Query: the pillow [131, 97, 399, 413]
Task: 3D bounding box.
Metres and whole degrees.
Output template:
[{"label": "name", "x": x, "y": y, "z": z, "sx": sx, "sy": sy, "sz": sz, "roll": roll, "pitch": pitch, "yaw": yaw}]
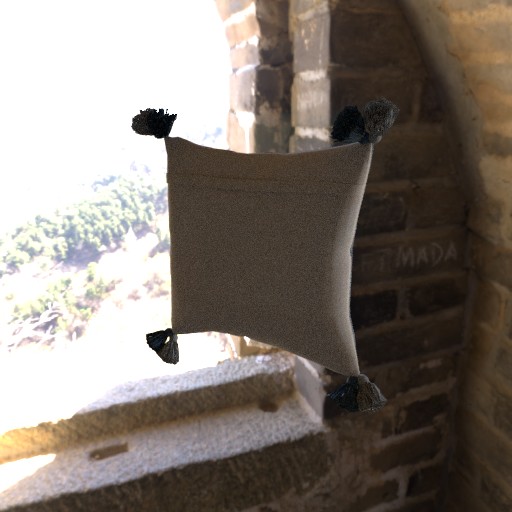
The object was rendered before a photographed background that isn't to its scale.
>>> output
[{"label": "pillow", "x": 0.000, "y": 0.000, "z": 0.953, "sx": 0.614, "sy": 0.634, "sz": 0.138, "roll": 9, "pitch": 19, "yaw": 27}]
